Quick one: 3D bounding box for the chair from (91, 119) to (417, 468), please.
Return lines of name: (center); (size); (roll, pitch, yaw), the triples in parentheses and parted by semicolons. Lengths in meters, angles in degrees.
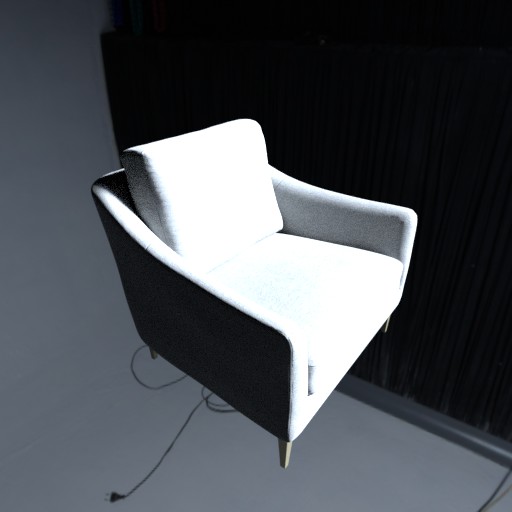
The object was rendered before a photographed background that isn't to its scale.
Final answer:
chair: (0.000, 0.000, 1.746); (0.961, 0.902, 0.986); (19, 33, 31)
